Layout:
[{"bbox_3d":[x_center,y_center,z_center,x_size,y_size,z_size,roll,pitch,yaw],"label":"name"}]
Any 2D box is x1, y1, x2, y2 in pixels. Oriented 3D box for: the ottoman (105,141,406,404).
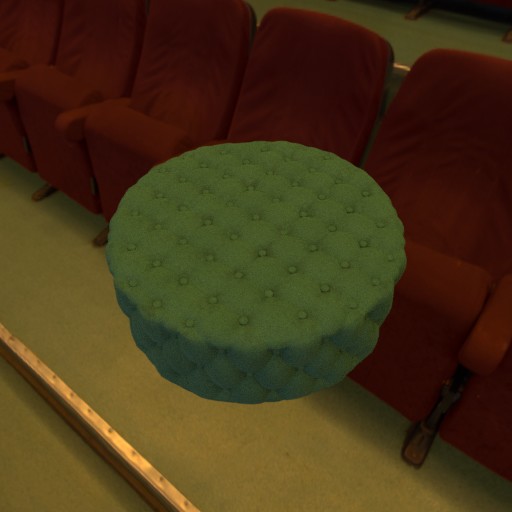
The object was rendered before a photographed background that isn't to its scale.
[{"bbox_3d":[0.000,0.000,1.593,0.998,0.399,0.998,0,47,0],"label":"ottoman"}]
